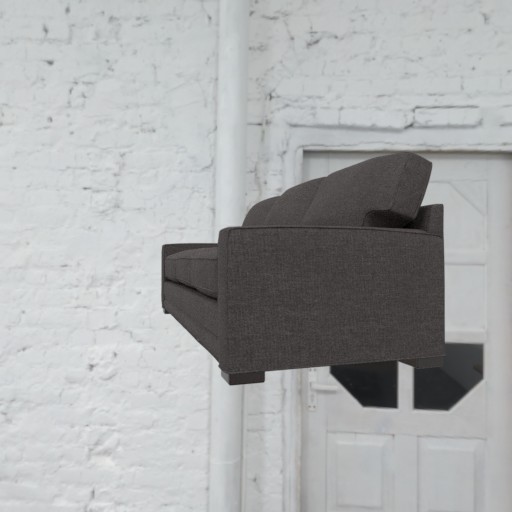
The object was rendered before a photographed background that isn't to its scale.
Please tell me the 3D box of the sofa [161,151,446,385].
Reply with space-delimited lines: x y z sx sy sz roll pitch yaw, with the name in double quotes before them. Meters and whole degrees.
"sofa" 0.000 0.000 2.911 1.004 0.978 2.369 0 0 -18
